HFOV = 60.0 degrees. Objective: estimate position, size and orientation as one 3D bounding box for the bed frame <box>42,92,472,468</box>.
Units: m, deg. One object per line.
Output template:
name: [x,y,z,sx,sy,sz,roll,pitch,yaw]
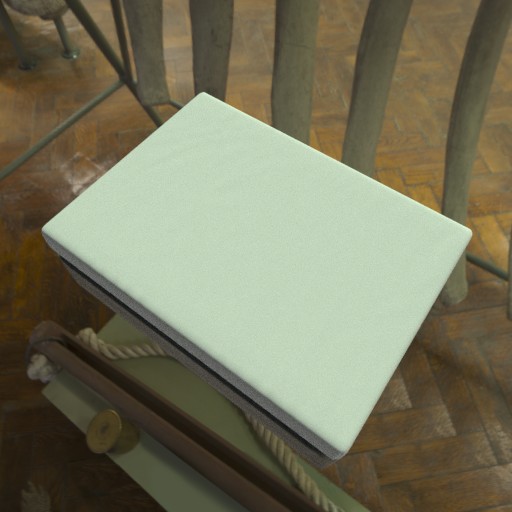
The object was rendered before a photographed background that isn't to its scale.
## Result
bed frame: [0.000,0.000,2.589,1.900,0.561,1.400,32,65,17]
